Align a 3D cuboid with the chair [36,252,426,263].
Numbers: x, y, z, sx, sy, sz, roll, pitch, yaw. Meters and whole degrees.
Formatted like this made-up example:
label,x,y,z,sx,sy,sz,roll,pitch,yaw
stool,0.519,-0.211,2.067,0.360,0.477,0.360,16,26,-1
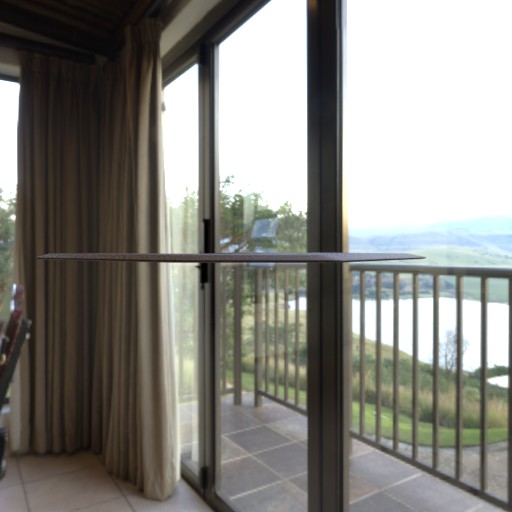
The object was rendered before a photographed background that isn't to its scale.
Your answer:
label,x,y,z,sx,sy,sz,roll,pitch,yaw
chair,0.000,0.000,1.930,1.219,0.024,1.372,1,1,39
